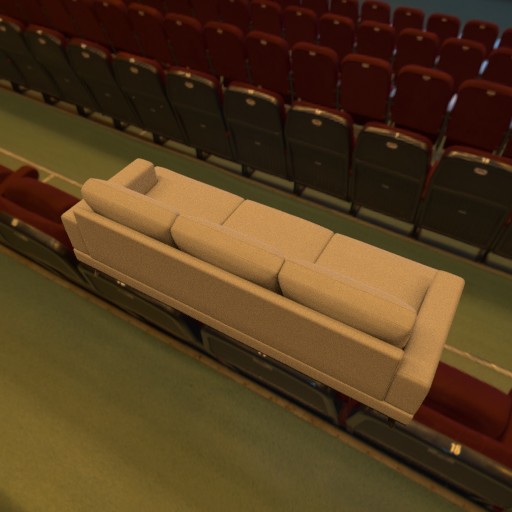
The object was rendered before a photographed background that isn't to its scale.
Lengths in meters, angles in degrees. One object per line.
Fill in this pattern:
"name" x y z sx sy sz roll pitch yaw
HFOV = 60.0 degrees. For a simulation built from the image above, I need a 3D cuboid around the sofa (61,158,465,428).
"sofa" 0.000 0.000 2.741 2.310 0.810 0.920 23 50 20
